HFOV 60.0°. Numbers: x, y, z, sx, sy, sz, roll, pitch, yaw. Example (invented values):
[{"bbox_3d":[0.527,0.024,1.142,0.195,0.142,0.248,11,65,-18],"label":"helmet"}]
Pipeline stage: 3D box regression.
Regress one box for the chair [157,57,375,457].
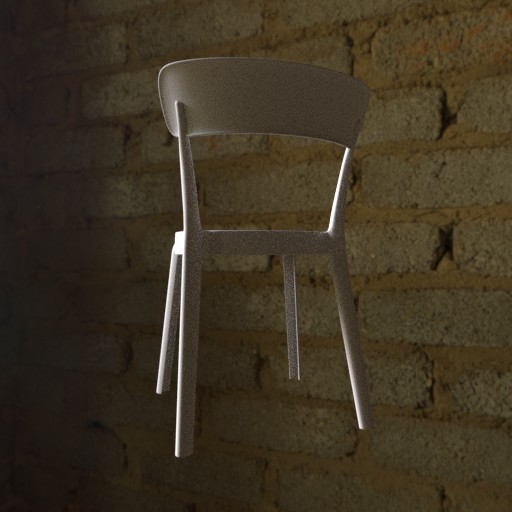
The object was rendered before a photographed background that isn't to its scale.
[{"bbox_3d":[0.000,0.000,1.122,0.506,0.790,0.491,0,1,-18],"label":"chair"}]
